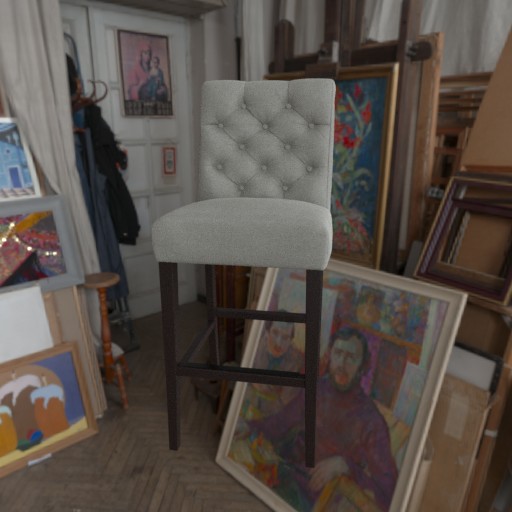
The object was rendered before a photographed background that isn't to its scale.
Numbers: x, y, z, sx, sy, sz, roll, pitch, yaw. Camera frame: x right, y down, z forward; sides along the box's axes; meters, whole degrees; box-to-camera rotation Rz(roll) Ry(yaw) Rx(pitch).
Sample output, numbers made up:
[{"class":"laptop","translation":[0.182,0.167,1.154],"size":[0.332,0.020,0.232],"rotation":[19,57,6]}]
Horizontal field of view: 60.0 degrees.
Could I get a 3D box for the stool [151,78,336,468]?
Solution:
[{"class":"stool","translation":[0.000,0.000,1.471],"size":[0.493,1.140,0.601],"rotation":[3,16,10]}]
